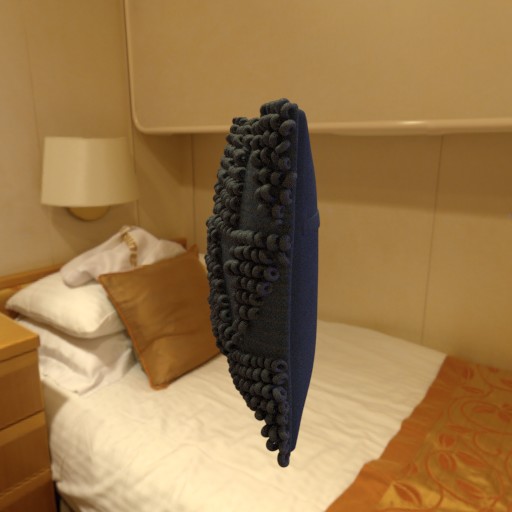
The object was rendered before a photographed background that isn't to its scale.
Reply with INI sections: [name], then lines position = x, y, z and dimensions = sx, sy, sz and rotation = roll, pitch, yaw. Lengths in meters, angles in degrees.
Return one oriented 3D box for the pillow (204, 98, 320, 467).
[pillow]
position = 0.000, 0.000, 0.743
dimensions = 0.172, 0.466, 0.469
rotation = -2, 15, -8
